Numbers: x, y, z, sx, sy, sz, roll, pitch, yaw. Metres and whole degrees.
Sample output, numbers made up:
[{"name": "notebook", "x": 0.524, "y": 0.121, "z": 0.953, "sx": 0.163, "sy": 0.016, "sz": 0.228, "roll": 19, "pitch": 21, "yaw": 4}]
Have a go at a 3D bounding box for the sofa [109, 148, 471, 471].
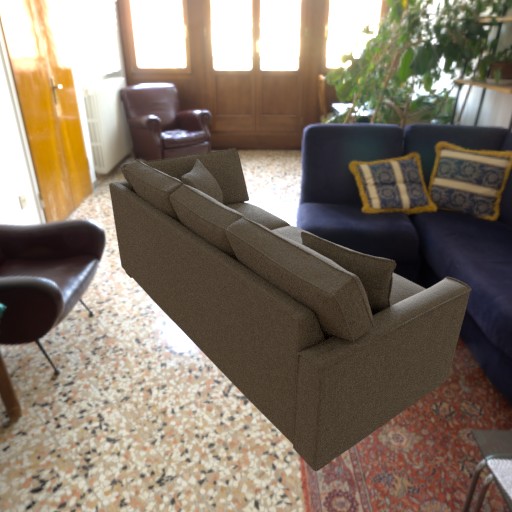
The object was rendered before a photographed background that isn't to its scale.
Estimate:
[{"name": "sofa", "x": 0.000, "y": 0.000, "z": 2.823, "sx": 1.061, "sy": 0.962, "sz": 2.317, "roll": -18, "pitch": 32, "yaw": -32}]
